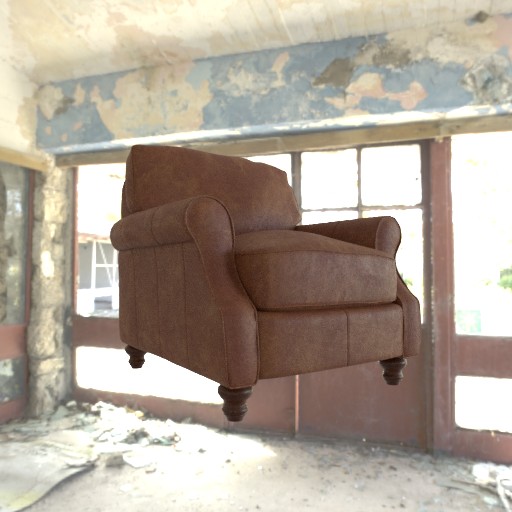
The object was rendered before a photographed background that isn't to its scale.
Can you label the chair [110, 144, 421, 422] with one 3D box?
[{"bbox_3d":[0.000,0.000,1.791,0.983,0.962,0.986,1,-2,-35],"label":"chair"}]
